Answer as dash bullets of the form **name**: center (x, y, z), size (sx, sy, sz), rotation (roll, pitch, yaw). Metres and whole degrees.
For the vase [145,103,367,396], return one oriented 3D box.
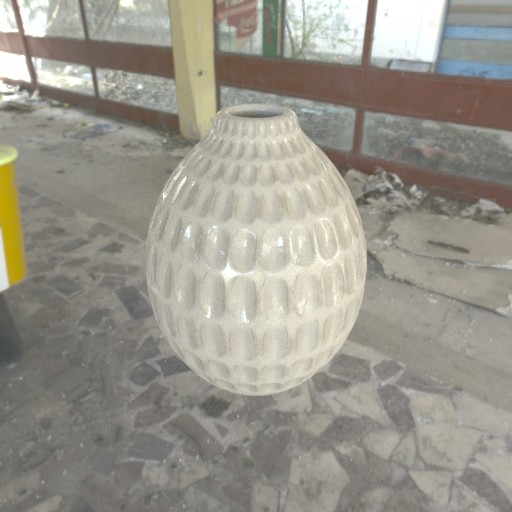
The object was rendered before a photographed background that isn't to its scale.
- **vase**: center (0.000, 0.000, 0.262), size (0.128, 0.167, 0.128), rotation (0, 30, 0)
